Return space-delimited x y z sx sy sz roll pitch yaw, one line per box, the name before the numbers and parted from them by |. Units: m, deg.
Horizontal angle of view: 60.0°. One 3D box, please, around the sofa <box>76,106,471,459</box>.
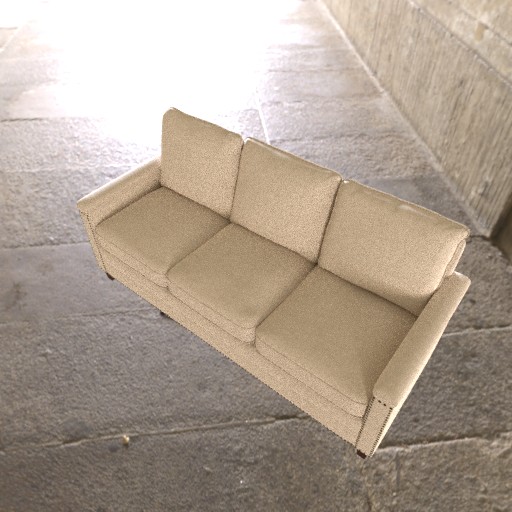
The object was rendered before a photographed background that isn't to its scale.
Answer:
sofa | 0.000 0.000 2.334 1.925 0.961 0.828 29 51 26
